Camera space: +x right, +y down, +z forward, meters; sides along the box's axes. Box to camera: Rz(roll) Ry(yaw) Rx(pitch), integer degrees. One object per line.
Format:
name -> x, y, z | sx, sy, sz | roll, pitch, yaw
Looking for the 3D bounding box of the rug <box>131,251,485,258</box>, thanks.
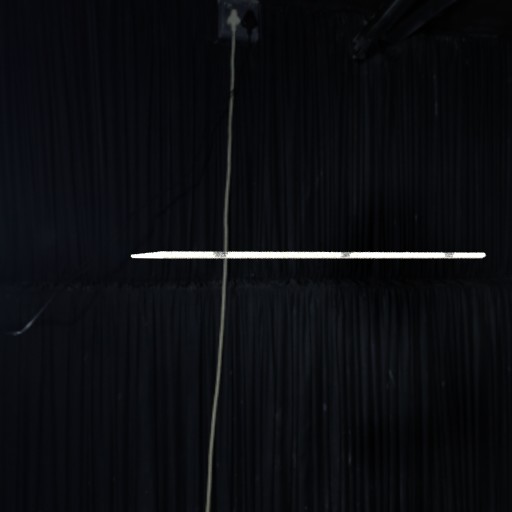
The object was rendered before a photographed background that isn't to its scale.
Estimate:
rug -> 0.000, 0.000, 2.948 | 1.501, 0.024, 2.348 | 0, 0, -18
